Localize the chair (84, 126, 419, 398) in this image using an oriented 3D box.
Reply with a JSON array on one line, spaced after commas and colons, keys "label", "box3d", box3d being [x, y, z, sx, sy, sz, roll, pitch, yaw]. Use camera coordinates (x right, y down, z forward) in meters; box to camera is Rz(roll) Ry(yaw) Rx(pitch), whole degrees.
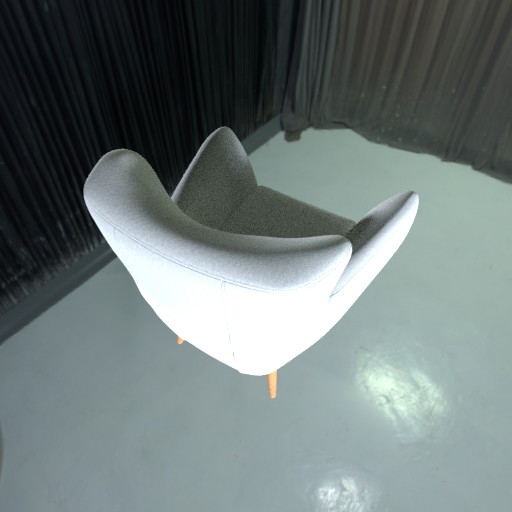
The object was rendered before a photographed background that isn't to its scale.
[{"label": "chair", "box3d": [0.000, 0.000, 1.625, 0.890, 0.889, 0.889, 25, 52, 21]}]
